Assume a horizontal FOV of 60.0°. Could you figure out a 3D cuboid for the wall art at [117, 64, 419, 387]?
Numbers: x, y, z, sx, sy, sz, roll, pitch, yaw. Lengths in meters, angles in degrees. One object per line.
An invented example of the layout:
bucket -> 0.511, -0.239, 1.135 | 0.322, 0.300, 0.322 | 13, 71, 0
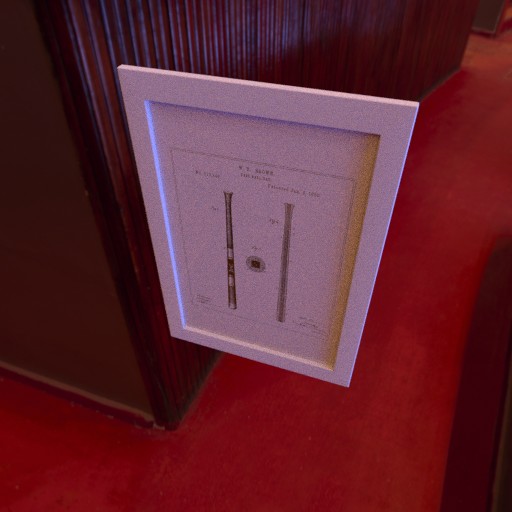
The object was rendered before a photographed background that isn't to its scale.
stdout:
wall art -> 0.000, 0.000, 0.623 | 0.329, 0.482, 0.011 | 13, 43, 14
